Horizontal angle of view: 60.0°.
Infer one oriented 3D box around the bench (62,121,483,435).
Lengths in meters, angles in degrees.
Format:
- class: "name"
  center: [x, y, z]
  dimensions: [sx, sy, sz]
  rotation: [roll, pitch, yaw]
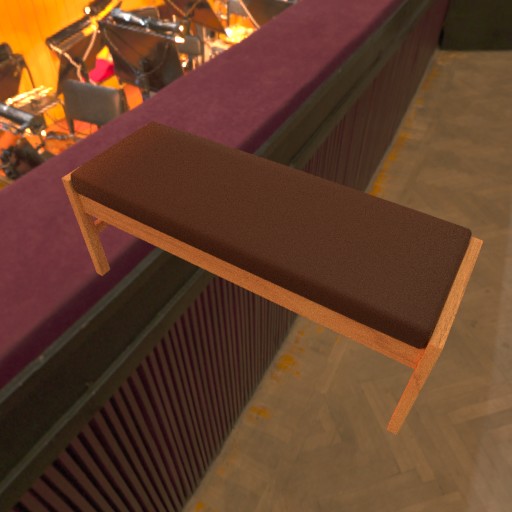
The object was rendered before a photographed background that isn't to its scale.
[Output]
- class: "bench"
  center: [0.000, 0.000, 1.447]
  dimensions: [1.200, 0.480, 0.405]
  rotation: [24, 50, 22]
